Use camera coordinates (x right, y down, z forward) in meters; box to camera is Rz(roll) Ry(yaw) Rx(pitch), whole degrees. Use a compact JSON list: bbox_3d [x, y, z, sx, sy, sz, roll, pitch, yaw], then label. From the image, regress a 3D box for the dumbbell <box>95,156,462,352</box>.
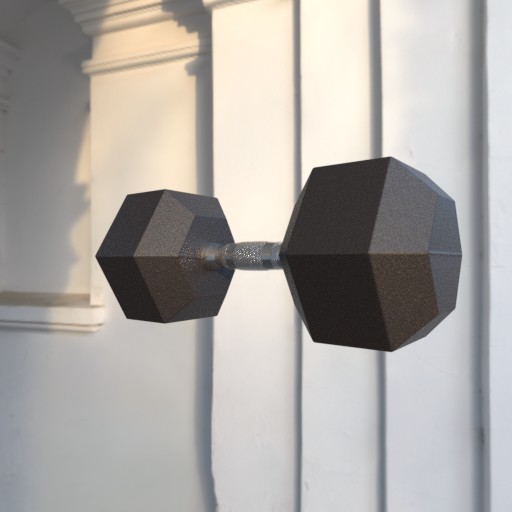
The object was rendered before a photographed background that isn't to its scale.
[{"bbox_3d":[0.000,0.000,0.470,0.384,0.150,0.173,-1,-1,37],"label":"dumbbell"}]
